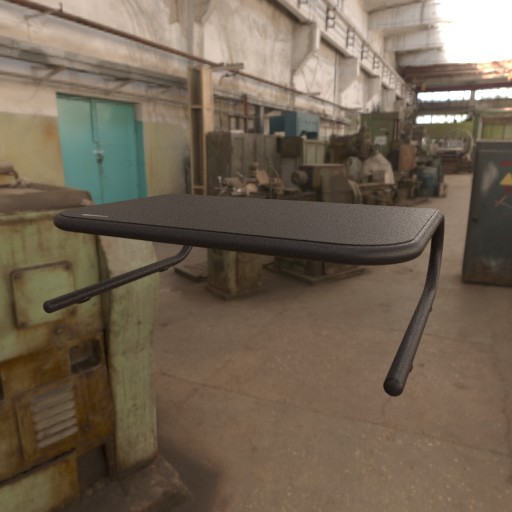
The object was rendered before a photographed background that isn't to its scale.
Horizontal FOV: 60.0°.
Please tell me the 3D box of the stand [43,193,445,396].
[{"bbox_3d":[0.000,0.000,0.499,0.370,0.108,0.280,7,16,26],"label":"stand"}]
